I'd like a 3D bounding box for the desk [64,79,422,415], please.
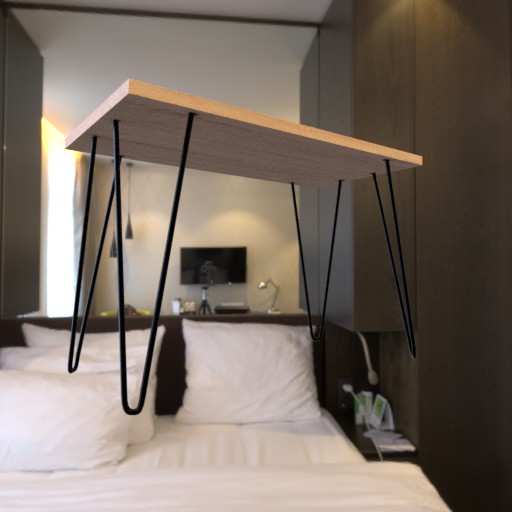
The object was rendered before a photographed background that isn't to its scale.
[{"bbox_3d":[0.000,0.000,1.349,0.991,0.660,0.499,1,-2,-37],"label":"desk"}]
